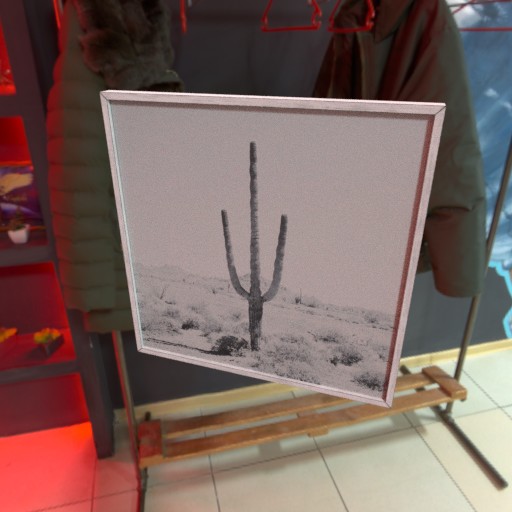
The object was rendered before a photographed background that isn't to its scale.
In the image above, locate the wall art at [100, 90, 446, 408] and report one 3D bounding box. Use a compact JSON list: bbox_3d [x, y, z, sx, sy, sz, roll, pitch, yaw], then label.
[{"bbox_3d":[0.000,0.000,1.121,0.762,0.762,0.038,8,27,16],"label":"wall art"}]
